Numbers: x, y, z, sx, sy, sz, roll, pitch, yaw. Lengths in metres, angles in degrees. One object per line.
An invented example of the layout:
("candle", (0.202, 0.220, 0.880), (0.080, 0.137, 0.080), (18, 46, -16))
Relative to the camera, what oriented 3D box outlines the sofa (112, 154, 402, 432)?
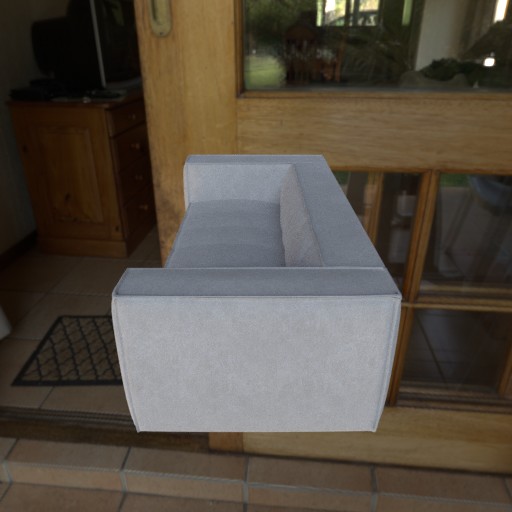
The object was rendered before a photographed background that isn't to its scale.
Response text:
("sofa", (0.000, 0.000, 2.487), (1.038, 0.680, 1.995), (0, 26, 0))
